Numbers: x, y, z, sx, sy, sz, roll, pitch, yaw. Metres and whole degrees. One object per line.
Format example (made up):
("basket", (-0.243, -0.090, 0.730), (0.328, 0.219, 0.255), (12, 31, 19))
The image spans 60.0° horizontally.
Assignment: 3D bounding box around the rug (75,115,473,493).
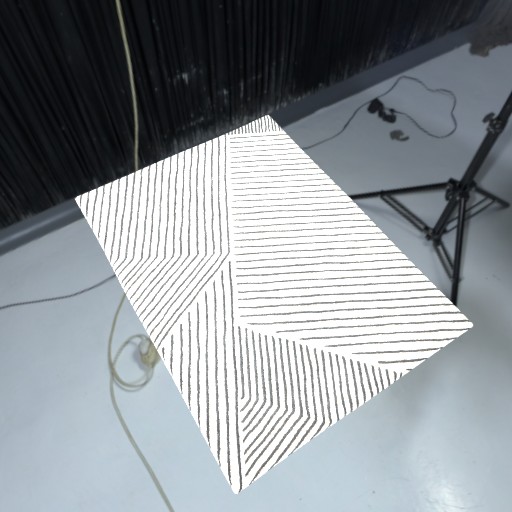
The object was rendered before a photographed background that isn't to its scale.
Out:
("rug", (0.000, 0.000, 3.195), (1.829, 0.028, 2.449), (-28, 62, -17))
